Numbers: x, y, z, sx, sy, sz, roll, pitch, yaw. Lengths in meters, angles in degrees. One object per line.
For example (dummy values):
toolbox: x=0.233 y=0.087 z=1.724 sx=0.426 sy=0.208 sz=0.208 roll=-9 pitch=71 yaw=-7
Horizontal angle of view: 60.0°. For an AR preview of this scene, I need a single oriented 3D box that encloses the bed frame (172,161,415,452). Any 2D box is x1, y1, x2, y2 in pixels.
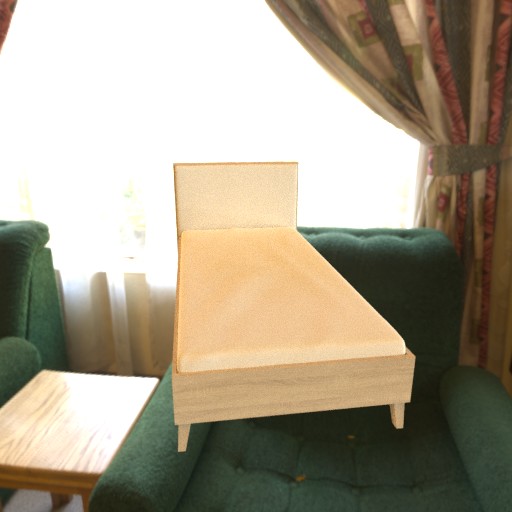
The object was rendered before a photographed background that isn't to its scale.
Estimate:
bed frame: x=0.000 y=0.000 z=2.670 sx=0.990 sy=0.920 sz=2.140 roll=-3 pitch=17 yaw=-8
